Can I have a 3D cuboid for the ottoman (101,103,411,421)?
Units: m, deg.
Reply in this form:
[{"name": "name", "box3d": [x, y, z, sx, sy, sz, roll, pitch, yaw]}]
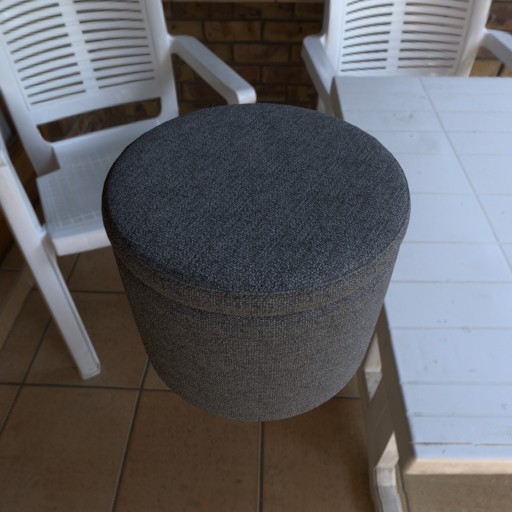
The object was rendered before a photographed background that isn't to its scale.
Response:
[{"name": "ottoman", "box3d": [0.000, 0.000, 0.890, 0.520, 0.430, 0.520, 0, 46, 0]}]
